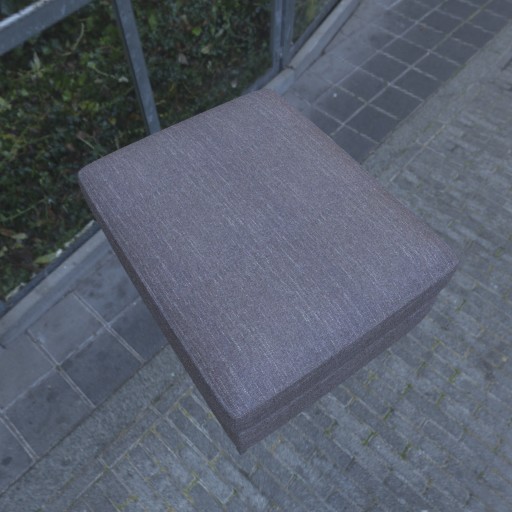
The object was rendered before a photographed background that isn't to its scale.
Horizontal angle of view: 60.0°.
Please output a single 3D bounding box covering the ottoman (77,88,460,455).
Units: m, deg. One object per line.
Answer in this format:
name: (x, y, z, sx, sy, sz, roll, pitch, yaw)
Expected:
ottoman: (0.000, 0.000, 1.275, 0.671, 0.490, 0.820, -30, 62, -18)
